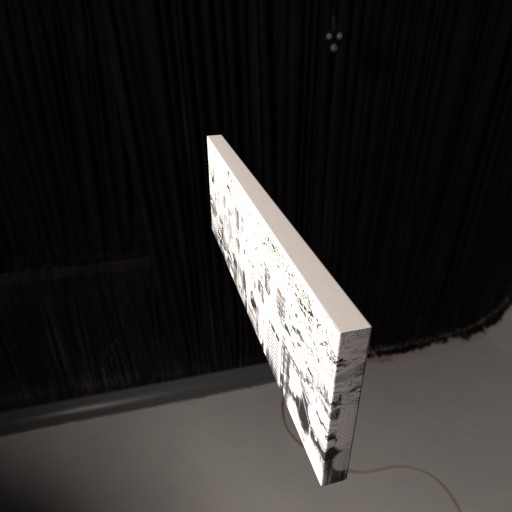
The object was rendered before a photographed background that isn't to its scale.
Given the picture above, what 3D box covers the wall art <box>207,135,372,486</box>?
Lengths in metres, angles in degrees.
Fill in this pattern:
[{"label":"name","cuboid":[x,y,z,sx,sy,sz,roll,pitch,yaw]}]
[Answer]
[{"label":"wall art","cuboid":[0.000,0.000,0.830,0.038,0.255,0.763,-8,31,-13]}]
